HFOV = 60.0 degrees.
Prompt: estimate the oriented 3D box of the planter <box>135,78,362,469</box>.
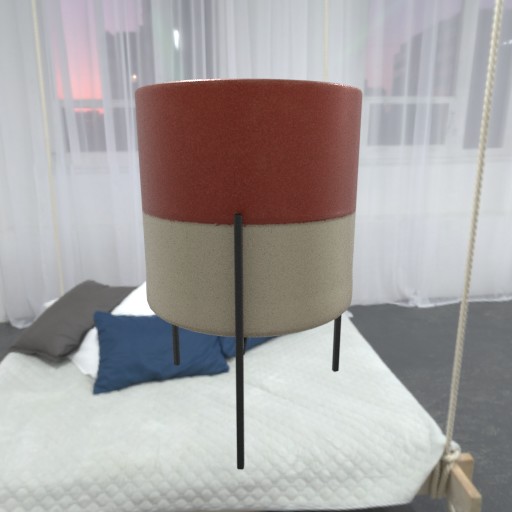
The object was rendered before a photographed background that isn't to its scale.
[{"bbox_3d":[0.000,0.000,0.512,0.251,0.354,0.235,-7,16,-25],"label":"planter"}]
